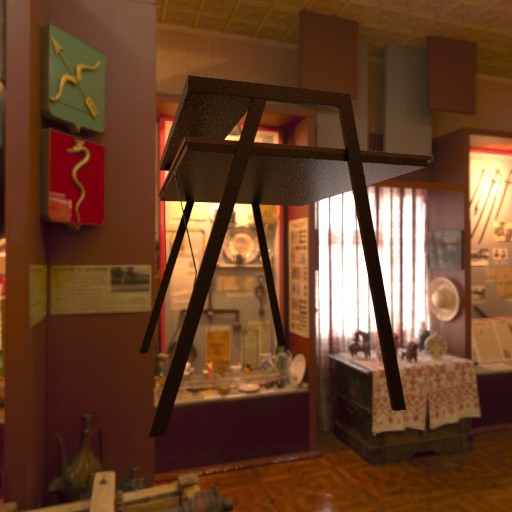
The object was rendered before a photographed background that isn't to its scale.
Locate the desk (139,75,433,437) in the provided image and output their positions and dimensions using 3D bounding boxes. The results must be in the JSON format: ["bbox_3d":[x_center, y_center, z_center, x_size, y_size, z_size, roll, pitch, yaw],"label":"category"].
[{"bbox_3d":[0.000,0.000,1.883,0.936,0.998,1.143,0,-1,-16],"label":"desk"}]
